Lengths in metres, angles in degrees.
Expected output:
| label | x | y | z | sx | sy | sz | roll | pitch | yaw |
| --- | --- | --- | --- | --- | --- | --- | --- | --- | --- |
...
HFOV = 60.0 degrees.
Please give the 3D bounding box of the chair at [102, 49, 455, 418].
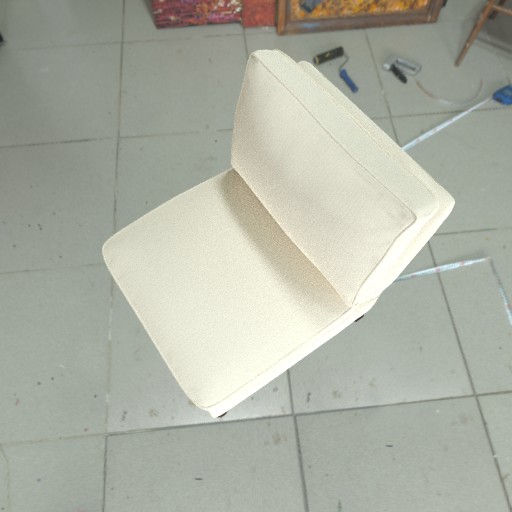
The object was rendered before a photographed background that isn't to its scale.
| label | x | y | z | sx | sy | sz | roll | pitch | yaw |
| --- | --- | --- | --- | --- | --- | --- | --- | --- | --- |
| chair | 0.000 | 0.000 | 1.360 | 0.781 | 0.887 | 0.630 | -32 | 68 | -14 |
